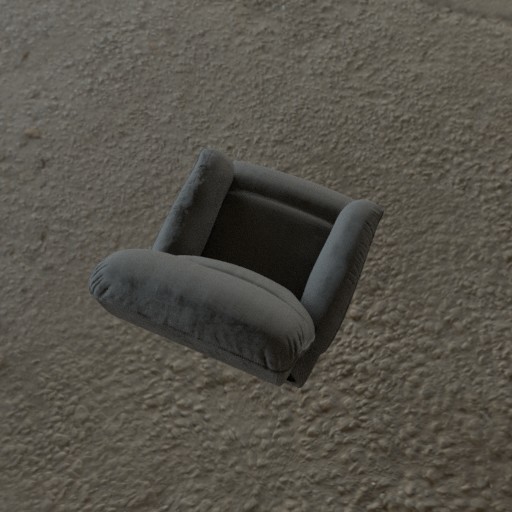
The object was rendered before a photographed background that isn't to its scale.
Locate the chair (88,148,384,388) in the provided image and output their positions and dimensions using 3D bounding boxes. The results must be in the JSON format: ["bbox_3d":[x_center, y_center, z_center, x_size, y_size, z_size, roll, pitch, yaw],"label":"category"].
[{"bbox_3d":[0.000,0.000,1.762,0.820,1.037,1.004,21,65,10],"label":"chair"}]
